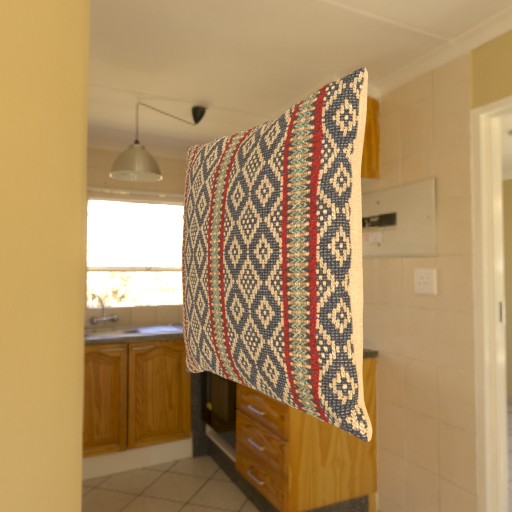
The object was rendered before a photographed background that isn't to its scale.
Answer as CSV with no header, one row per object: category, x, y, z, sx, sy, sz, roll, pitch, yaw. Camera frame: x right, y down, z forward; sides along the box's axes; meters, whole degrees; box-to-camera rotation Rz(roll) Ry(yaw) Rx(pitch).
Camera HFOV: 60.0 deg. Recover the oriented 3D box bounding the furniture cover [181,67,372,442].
furniture cover,0.000,0.000,0.679,0.139,0.431,0.431,1,-2,-36
